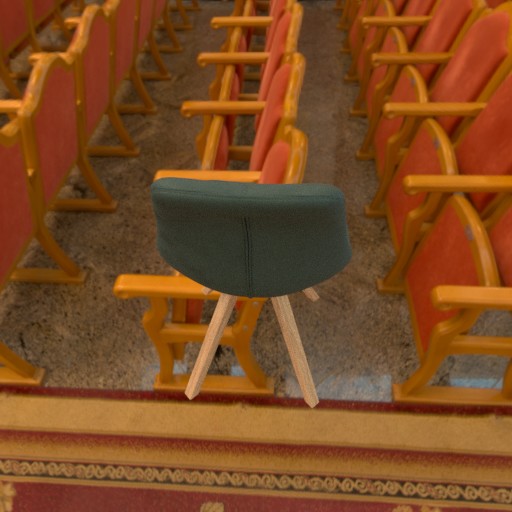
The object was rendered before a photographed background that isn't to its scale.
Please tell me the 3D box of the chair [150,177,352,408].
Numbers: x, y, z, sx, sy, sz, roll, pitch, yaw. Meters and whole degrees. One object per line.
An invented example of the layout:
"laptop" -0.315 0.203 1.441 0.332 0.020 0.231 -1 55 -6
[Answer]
"chair" 0.000 0.000 1.198 0.483 0.865 0.547 3 47 3
